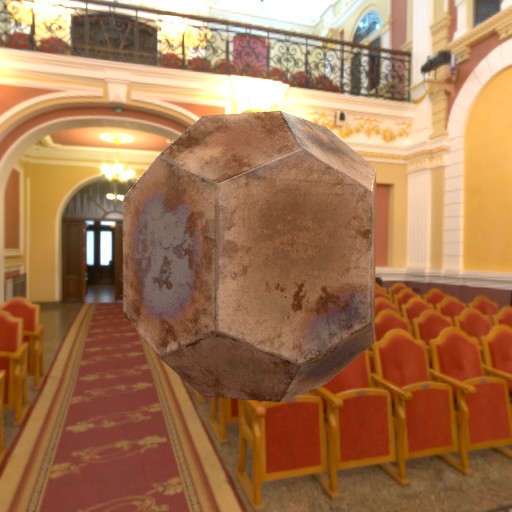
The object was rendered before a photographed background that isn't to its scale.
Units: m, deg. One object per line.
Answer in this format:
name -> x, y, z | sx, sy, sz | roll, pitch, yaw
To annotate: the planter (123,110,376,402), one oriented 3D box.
planter -> 0.000, 0.000, 0.423 | 0.243, 0.238, 0.221 | 0, 1, -17
